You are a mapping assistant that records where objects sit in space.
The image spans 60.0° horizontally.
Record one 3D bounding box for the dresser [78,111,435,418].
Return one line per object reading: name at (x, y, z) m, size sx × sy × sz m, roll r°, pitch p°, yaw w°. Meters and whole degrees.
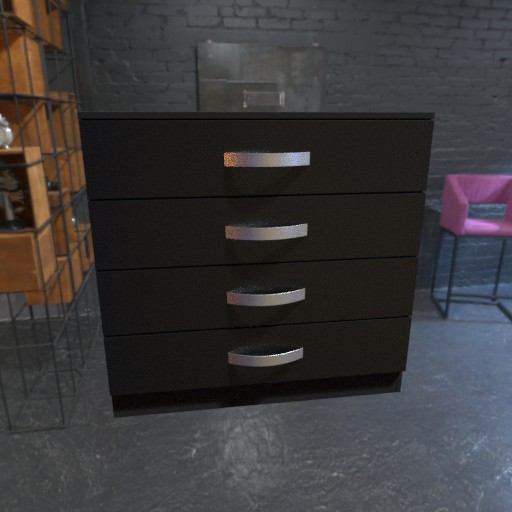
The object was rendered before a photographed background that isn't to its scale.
dresser at (0.000, 0.000, 1.169) m, size 0.750 × 0.720 × 0.360 m, roll -3°, pitch 18°, yaw -8°
